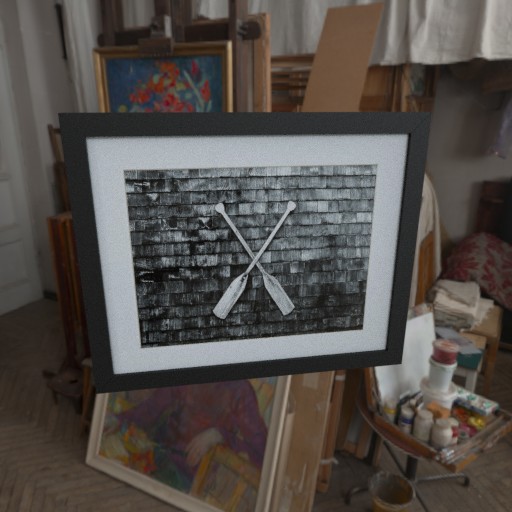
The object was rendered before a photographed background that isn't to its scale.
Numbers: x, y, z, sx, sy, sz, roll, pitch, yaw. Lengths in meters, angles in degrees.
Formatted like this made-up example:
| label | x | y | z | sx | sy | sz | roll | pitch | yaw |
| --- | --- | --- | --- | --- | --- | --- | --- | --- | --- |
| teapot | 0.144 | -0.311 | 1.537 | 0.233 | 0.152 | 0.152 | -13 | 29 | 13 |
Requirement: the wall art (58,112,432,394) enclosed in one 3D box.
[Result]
| label | x | y | z | sx | sy | sz | roll | pitch | yaw |
| --- | --- | --- | --- | --- | --- | --- | --- | --- | --- |
| wall art | 0.000 | 0.000 | 0.741 | 0.558 | 0.457 | 0.029 | -3 | 19 | -9 |
